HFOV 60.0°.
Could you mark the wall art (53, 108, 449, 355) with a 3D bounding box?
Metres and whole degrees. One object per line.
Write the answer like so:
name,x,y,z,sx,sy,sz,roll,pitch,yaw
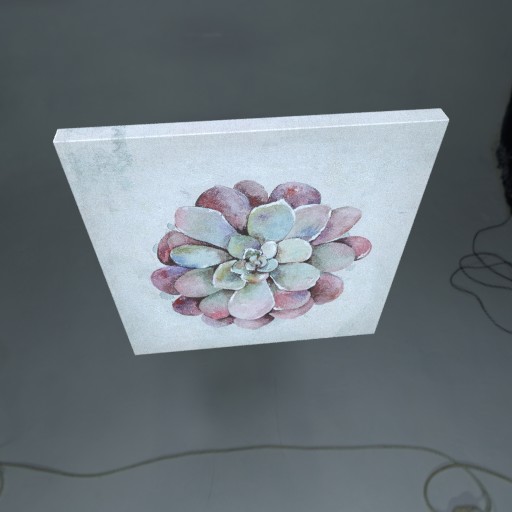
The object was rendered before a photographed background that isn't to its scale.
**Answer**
wall art,0.000,0.000,0.908,0.605,0.605,0.044,-4,47,-4
